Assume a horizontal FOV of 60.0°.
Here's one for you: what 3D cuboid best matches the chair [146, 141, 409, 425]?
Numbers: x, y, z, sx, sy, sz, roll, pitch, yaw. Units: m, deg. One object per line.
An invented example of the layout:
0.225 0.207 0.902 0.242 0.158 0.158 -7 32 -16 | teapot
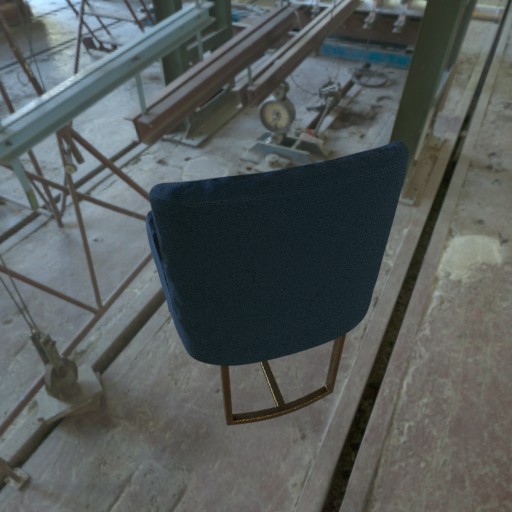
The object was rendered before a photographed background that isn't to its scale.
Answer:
0.000 0.000 1.191 0.530 0.824 0.560 -13 45 -13 | chair
